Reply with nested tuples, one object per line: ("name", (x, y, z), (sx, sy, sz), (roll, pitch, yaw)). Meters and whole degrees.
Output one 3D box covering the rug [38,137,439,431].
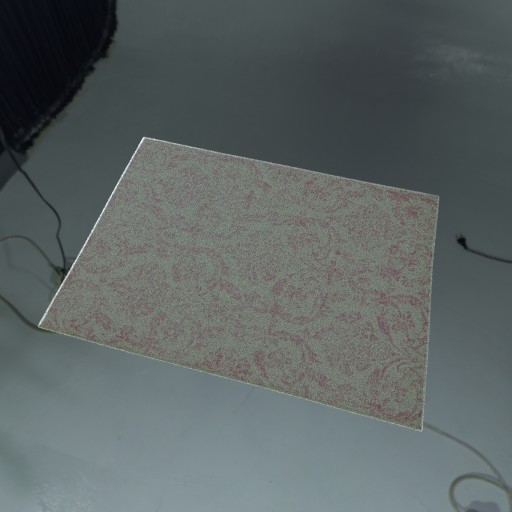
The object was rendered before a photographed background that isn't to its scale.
("rug", (0.000, 0.000, 2.828), (2.202, 0.014, 1.598), (13, 60, 8))
